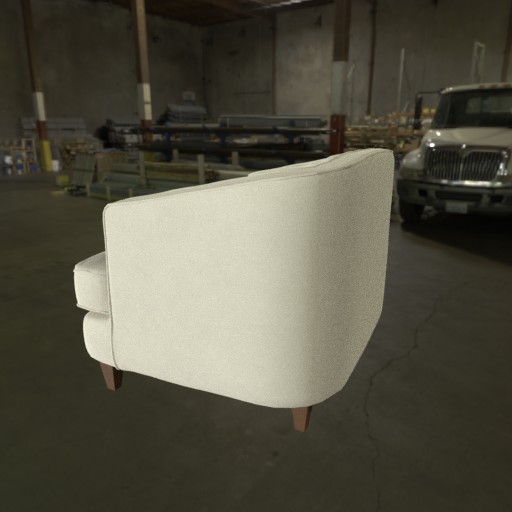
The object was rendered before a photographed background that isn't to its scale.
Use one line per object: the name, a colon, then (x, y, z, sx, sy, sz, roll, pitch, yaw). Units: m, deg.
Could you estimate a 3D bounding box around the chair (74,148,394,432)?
chair: (0.000, 0.000, 1.790, 0.941, 0.852, 1.104, 8, 18, 25)
